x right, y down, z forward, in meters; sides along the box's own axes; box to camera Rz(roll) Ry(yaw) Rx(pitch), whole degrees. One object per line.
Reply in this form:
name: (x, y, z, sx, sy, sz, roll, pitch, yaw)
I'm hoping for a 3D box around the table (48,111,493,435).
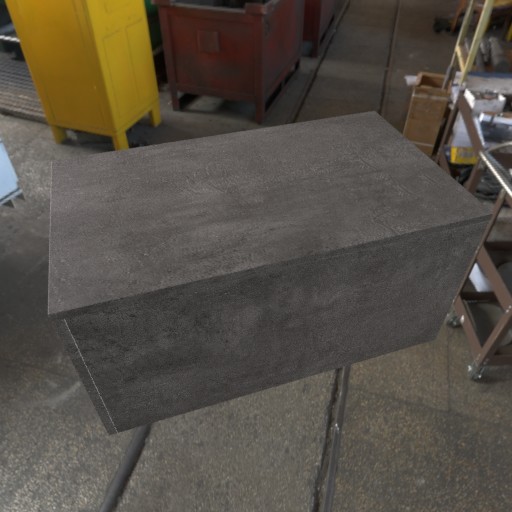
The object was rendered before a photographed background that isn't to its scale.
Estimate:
table: (0.000, 0.000, 0.915, 0.700, 0.350, 0.400, -13, 45, -13)
